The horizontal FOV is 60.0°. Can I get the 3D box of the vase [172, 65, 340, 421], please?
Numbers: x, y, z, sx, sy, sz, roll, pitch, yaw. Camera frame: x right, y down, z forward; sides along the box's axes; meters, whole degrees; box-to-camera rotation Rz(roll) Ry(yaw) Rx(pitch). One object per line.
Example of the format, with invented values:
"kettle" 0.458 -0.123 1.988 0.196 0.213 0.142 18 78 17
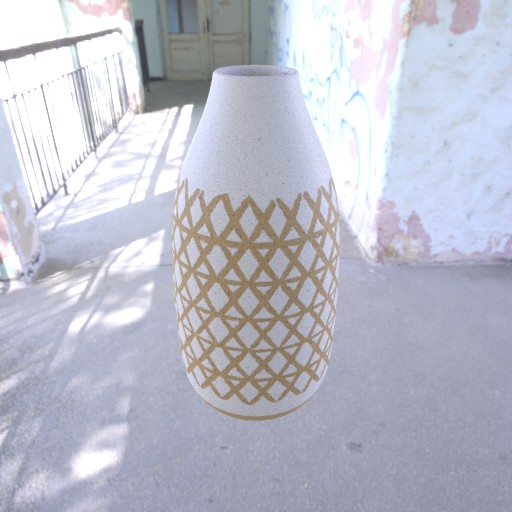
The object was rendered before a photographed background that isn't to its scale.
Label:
"vase" 0.000 0.000 0.488 0.186 0.380 0.186 0 30 0
